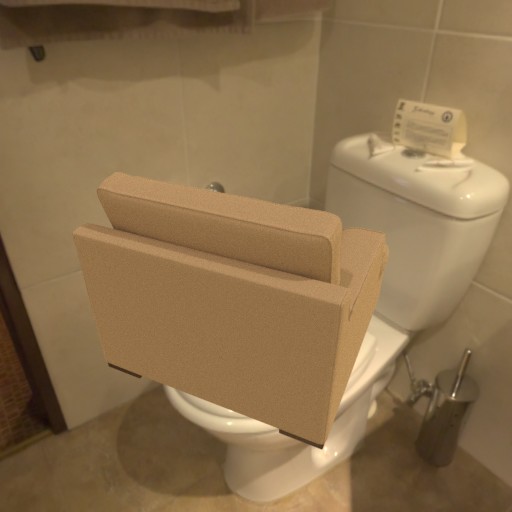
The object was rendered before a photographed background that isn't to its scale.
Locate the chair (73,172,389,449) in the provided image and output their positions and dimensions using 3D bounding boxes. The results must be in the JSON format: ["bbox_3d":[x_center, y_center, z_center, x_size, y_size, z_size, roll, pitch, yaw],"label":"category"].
[{"bbox_3d":[0.000,0.000,2.216,1.293,1.005,1.274,9,34,14],"label":"chair"}]
